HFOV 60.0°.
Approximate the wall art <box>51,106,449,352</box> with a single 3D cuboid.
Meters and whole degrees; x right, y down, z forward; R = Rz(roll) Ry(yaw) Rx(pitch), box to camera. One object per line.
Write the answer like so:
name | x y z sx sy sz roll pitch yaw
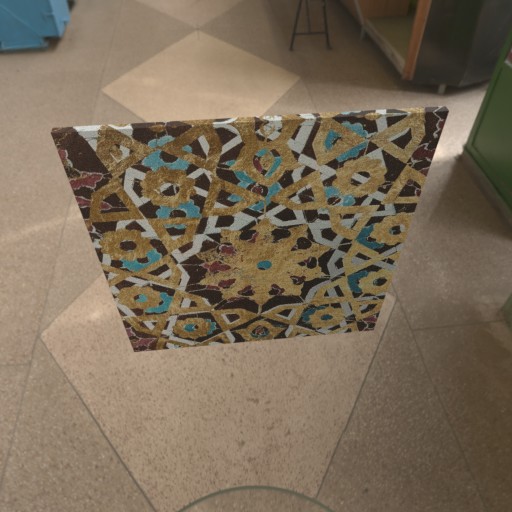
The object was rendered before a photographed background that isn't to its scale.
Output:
wall art | 0.000 0.000 0.598 0.404 0.406 0.010 -4 47 -4
